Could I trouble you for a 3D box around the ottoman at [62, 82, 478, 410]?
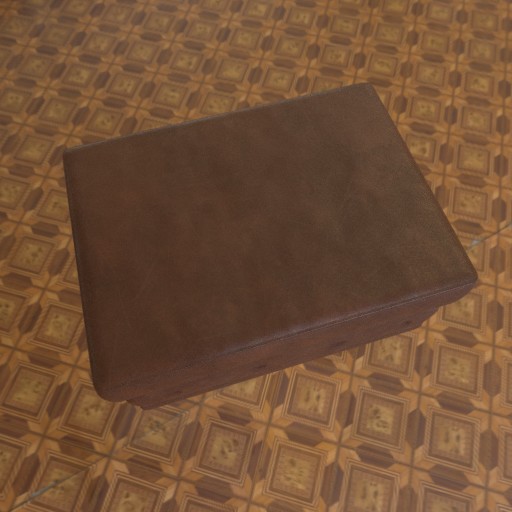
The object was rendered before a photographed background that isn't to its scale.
[{"bbox_3d":[0.000,0.000,1.166,0.795,0.509,0.588,-15,65,-7],"label":"ottoman"}]
